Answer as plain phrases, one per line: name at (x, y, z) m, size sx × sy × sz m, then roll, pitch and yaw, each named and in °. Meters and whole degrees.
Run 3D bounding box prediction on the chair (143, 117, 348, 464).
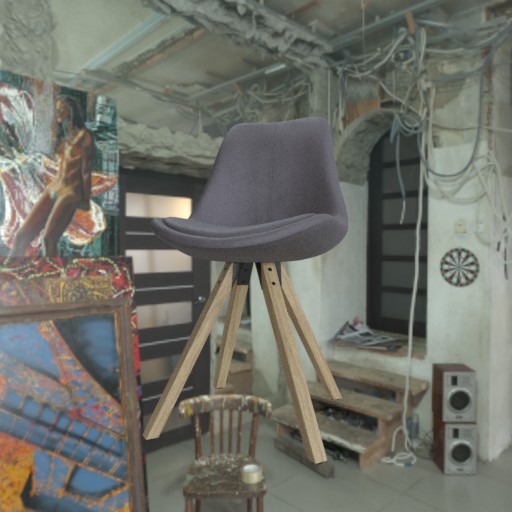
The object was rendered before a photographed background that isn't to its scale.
chair at (0.000, 0.000, 1.192) m, size 0.483 × 0.865 × 0.547 m, roll 0°, pitch 1°, yaw 17°
